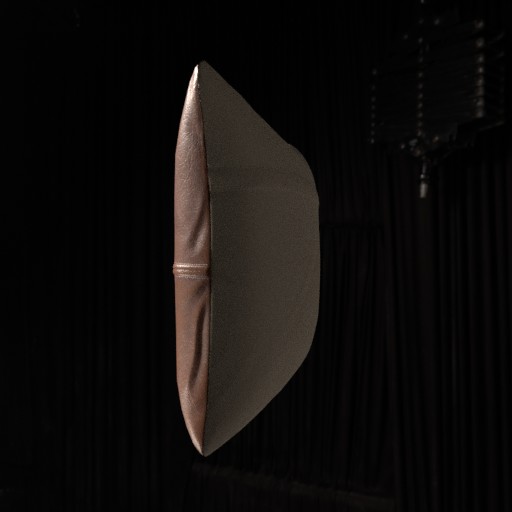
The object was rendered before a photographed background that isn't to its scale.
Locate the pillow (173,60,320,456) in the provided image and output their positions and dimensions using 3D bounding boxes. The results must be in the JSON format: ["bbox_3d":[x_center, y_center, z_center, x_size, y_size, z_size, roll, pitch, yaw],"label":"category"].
[{"bbox_3d":[0.000,0.000,0.743,0.192,0.470,0.484,1,2,18],"label":"pillow"}]
